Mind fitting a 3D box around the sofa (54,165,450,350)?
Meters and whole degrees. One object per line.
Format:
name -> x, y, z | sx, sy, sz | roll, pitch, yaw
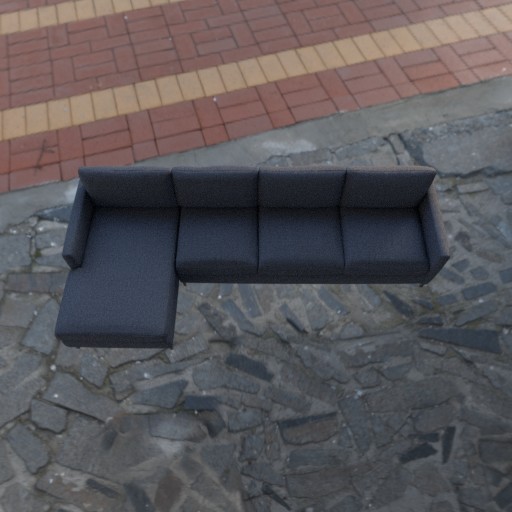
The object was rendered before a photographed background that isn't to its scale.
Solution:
sofa -> 0.000, 0.000, 2.911 | 2.445, 0.673, 1.125 | 0, 62, 0
